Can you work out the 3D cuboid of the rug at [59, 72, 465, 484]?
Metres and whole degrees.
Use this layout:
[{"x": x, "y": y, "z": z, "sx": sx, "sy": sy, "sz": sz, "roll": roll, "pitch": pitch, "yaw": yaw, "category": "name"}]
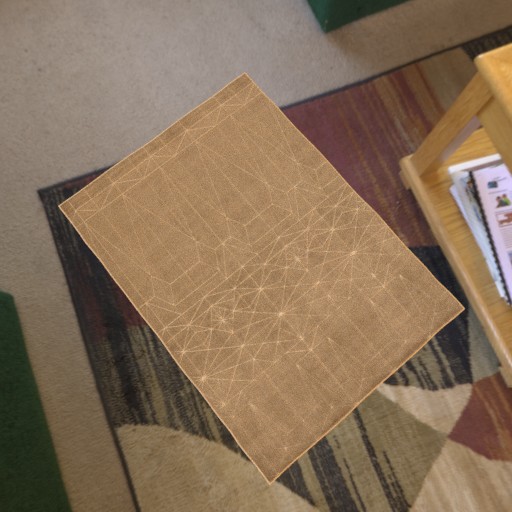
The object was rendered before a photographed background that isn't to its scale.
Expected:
[{"x": 0.000, "y": 0.000, "z": 4.372, "sx": 2.449, "sy": 0.019, "sz": 3.357, "roll": -39, "pitch": 80, "yaw": -8, "category": "rug"}]
